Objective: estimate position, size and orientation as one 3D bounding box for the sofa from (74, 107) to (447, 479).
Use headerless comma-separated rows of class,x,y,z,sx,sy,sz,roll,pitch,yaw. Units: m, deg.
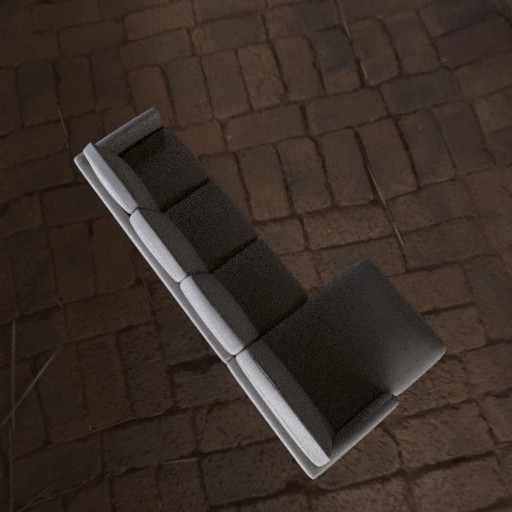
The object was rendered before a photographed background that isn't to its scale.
sofa,0.000,0.000,3.774,1.502,0.876,3.201,-37,77,-10
